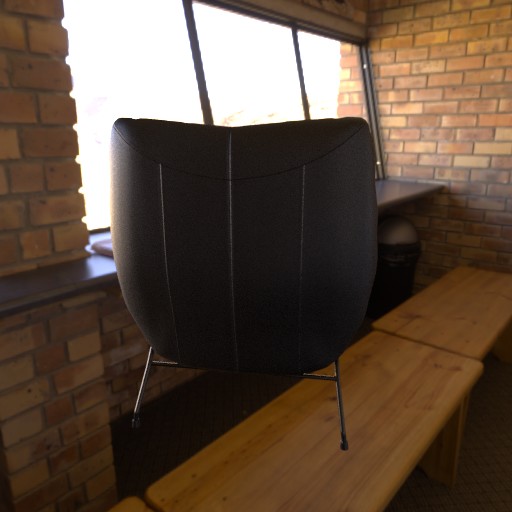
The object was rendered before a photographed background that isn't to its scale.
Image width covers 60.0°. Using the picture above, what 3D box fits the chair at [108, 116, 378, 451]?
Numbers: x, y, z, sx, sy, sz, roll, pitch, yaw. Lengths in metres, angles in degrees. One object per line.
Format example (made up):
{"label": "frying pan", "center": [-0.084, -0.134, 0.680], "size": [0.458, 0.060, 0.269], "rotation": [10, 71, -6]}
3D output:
{"label": "chair", "center": [0.000, 0.000, 1.569], "size": [0.836, 0.922, 0.826], "rotation": [2, 16, 9]}
